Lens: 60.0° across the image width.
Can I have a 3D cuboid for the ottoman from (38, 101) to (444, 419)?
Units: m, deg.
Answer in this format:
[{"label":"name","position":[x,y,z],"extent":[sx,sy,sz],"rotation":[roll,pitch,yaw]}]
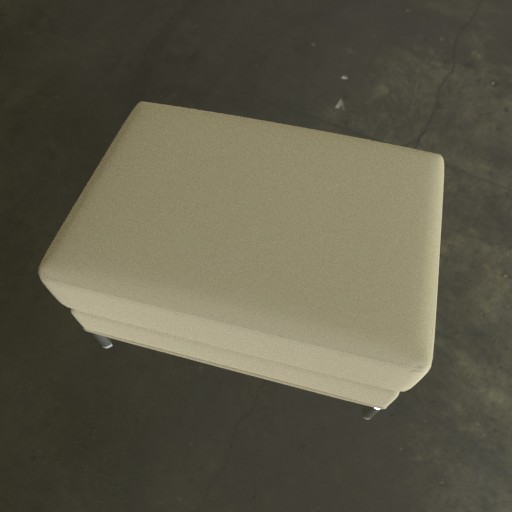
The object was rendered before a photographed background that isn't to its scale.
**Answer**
[{"label":"ottoman","position":[0.000,0.000,1.187],"extent":[0.835,0.497,0.581],"rotation":[13,59,8]}]
